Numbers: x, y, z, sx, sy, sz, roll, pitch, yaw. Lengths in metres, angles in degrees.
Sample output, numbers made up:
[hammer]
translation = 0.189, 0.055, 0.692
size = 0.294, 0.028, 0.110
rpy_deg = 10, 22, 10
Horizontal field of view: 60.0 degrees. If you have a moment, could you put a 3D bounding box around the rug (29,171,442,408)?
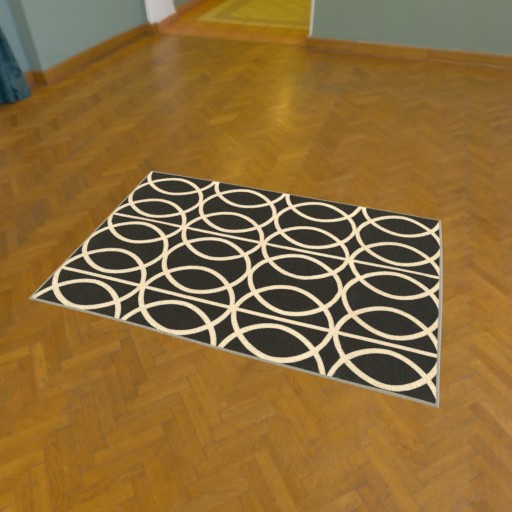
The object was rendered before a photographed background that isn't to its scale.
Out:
[rug]
translation = 0.000, 0.000, 2.861
size = 2.294, 0.014, 1.528
rpy_deg = 12, 43, 13
